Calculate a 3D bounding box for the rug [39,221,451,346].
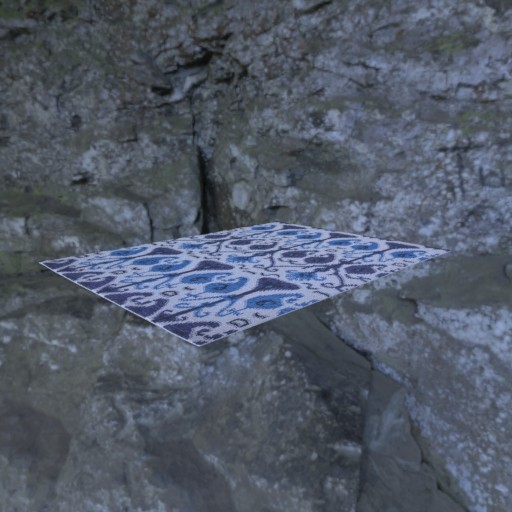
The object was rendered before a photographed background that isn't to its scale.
[{"bbox_3d":[0.000,0.000,4.317,3.228,0.024,2.443,-13,19,-42],"label":"rug"}]
